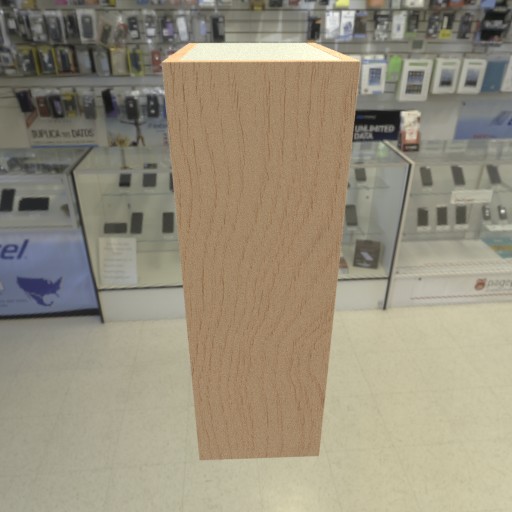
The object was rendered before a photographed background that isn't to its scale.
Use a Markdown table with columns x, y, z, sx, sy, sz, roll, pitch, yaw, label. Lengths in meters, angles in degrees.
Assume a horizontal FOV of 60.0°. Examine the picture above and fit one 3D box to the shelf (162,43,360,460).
| x | y | z | sx | sy | sz | roll | pitch | yaw | label |
| --- | --- | --- | --- | --- | --- | --- | --- | --- | --- |
| 0.000 | 0.000 | 0.711 | 0.200 | 0.600 | 0.290 | -1 | 29 | -2 | shelf |
